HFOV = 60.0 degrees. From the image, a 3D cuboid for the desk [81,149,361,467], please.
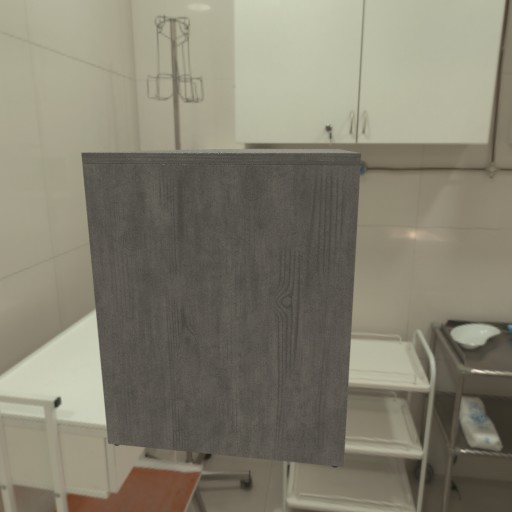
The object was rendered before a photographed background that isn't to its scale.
[{"bbox_3d":[0.000,0.000,1.594,0.600,0.740,1.200,2,14,8],"label":"desk"}]
